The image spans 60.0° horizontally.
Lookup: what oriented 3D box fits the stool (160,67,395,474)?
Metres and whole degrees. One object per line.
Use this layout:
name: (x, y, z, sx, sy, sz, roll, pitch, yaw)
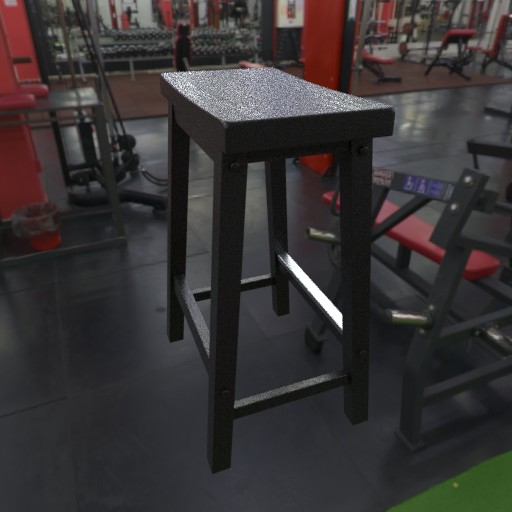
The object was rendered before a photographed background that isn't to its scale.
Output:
stool: (0.000, 0.000, 0.844, 0.322, 0.610, 0.406, -11, 32, -18)
